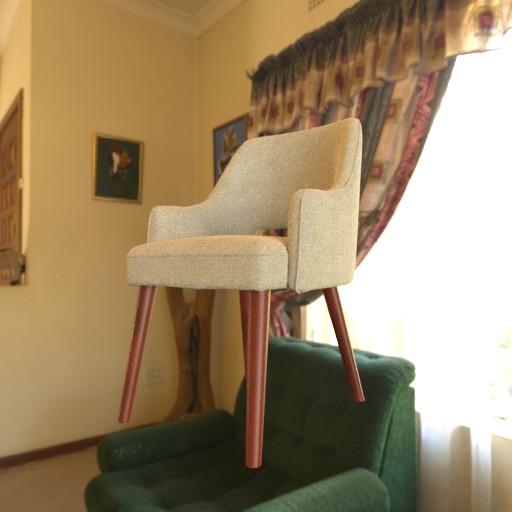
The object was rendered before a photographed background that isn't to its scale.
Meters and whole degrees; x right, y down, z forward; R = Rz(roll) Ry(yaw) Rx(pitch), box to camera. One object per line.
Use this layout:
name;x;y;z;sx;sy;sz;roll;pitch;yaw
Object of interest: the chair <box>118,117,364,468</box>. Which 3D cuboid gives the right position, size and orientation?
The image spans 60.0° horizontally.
chair;0.000;0.000;1.248;0.548;0.849;0.605;-1;-1;37
